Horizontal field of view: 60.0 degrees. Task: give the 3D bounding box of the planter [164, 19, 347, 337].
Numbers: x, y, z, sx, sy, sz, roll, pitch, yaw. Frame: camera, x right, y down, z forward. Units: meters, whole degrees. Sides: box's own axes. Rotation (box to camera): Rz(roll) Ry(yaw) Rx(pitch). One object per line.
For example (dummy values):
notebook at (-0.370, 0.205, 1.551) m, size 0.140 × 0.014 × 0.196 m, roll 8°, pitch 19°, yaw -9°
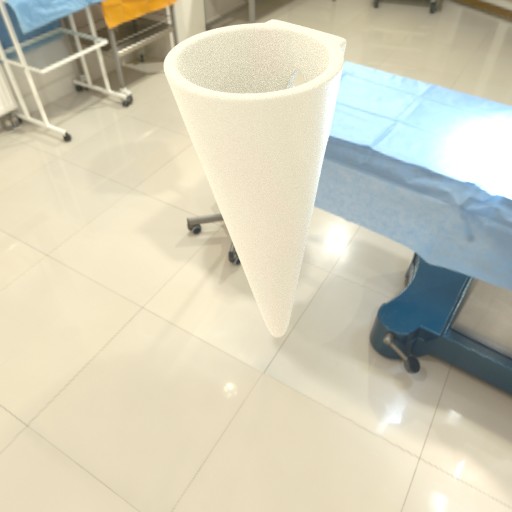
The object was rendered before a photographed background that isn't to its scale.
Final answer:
planter at (0.000, 0.000, 0.217) m, size 0.057 × 0.193 × 0.064 m, roll 30°, pitch 53°, yaw 25°
